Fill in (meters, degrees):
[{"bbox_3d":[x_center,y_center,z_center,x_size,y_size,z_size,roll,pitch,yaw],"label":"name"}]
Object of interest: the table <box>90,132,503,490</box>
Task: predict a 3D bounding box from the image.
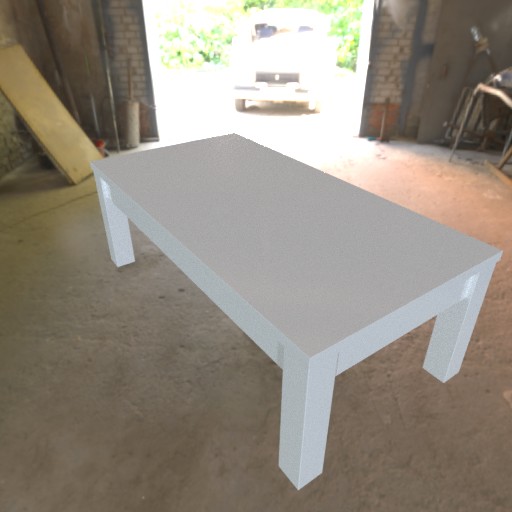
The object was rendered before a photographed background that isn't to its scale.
[{"bbox_3d":[0.000,0.000,1.631,0.700,0.470,1.350,-21,38,-29],"label":"table"}]
